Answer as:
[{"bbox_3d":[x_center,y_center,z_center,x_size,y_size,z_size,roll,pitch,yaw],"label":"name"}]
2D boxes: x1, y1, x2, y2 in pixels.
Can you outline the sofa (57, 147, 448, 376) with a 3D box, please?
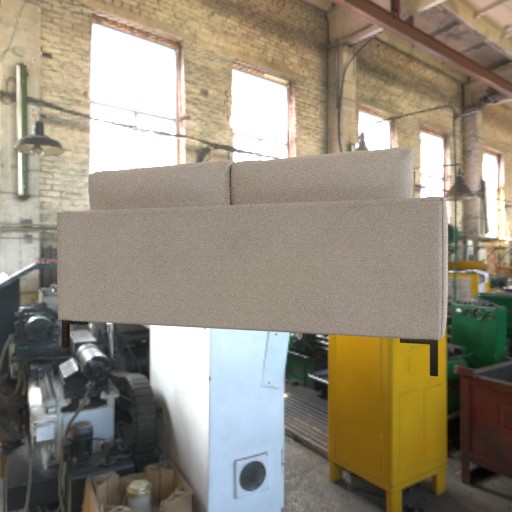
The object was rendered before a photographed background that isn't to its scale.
[{"bbox_3d":[0.000,0.000,2.187,1.682,0.840,0.875,0,0,18],"label":"sofa"}]
